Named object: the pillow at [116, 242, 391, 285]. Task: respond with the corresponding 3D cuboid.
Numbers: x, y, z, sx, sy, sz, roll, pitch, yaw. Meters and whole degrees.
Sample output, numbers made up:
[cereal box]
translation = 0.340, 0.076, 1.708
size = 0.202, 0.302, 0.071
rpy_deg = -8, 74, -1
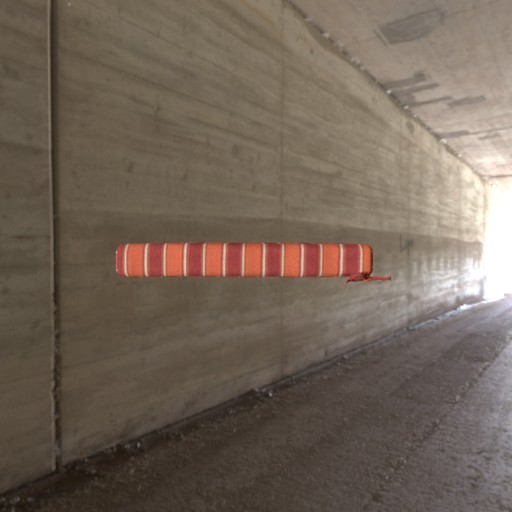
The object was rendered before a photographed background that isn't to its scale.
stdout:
[pillow]
translation = 0.000, 0.000, 1.341
size = 0.492, 0.081, 1.187
rpy_deg = 0, 1, 0
